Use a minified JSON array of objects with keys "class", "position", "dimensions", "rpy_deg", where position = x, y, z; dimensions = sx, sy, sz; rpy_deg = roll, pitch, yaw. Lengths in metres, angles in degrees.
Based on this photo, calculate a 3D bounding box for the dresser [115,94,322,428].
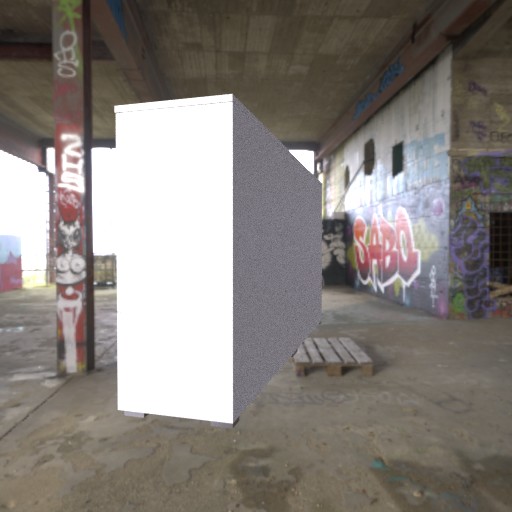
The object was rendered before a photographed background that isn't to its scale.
[{"class":"dresser","position":[0.000,0.000,1.828],"dimensions":[0.333,0.790,1.535],"rpy_deg":[0,1,16]}]
